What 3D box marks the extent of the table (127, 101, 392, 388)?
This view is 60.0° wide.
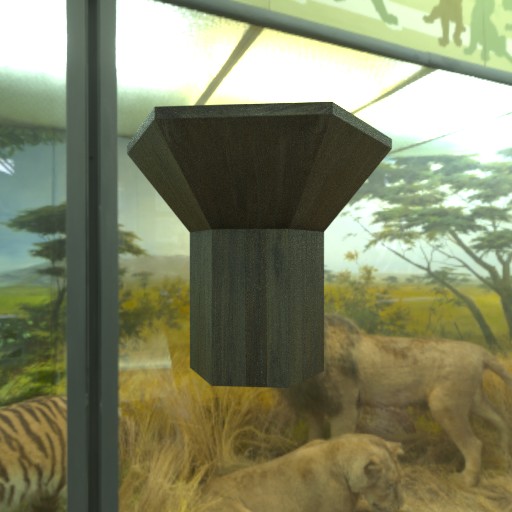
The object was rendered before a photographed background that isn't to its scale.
[{"bbox_3d":[0.000,0.000,1.143,0.592,0.586,0.683,0,1,35],"label":"table"}]
